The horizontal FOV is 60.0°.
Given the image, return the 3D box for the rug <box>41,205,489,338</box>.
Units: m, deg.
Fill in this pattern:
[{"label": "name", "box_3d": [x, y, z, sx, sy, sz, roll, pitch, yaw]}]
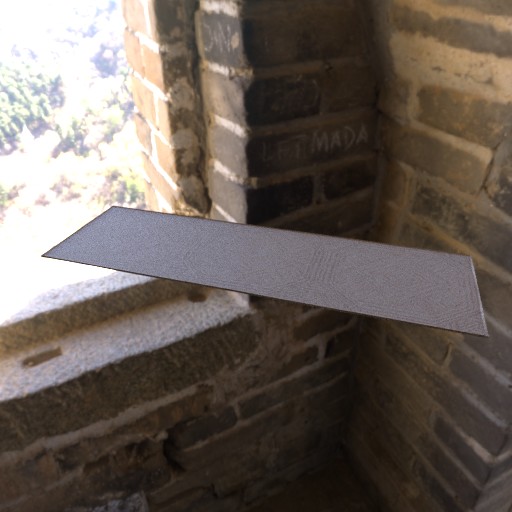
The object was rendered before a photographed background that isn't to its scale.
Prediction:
[{"label": "rug", "box_3d": [0.000, 0.000, 2.643, 2.452, 0.012, 0.775, 9, 32, 15]}]
